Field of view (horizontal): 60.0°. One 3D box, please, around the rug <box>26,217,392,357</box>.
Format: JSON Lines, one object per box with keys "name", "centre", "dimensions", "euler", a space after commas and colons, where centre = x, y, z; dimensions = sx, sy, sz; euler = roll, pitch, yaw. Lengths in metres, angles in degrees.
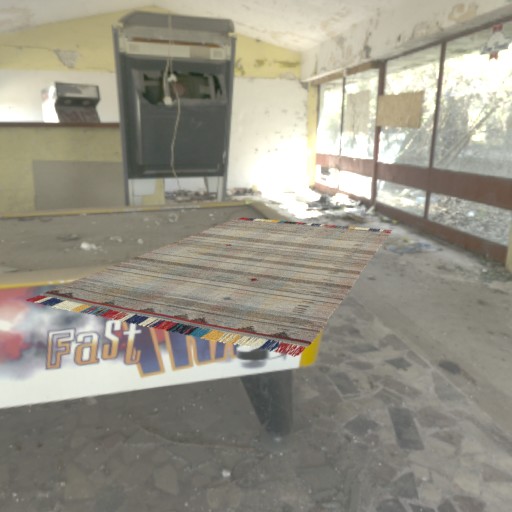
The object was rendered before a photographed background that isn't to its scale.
{"name": "rug", "centre": [0.000, 0.000, 2.994], "dimensions": [1.465, 0.012, 2.465], "euler": [7, 17, 23]}
